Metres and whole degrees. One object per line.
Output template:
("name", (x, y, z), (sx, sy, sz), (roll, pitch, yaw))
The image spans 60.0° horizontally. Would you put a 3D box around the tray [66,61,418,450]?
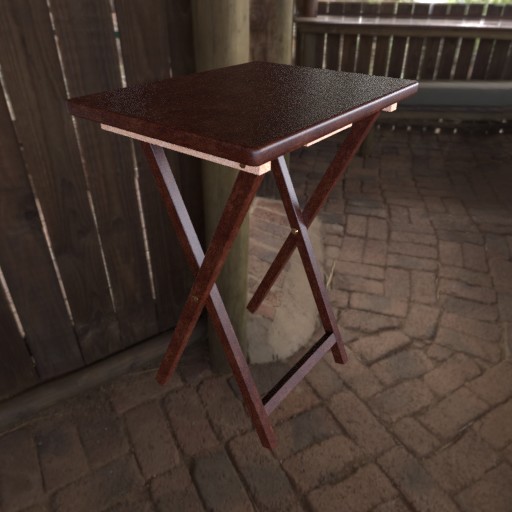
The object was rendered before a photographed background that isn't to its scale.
("tray", (0.000, 0.000, 0.920), (0.381, 0.660, 0.483), (23, 39, 32))
